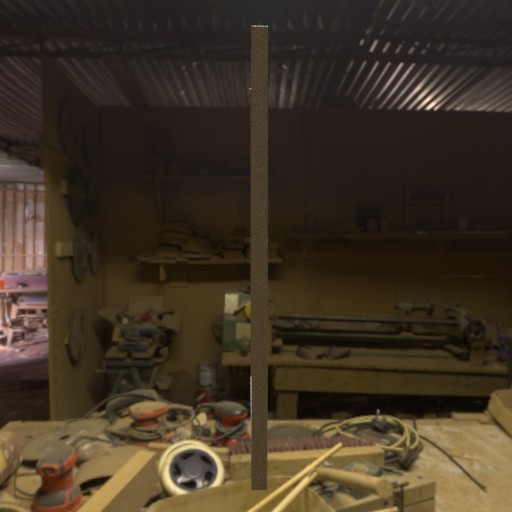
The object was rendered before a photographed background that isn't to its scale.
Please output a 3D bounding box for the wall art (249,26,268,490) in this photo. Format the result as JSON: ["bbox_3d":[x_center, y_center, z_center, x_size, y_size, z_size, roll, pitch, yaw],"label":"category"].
[{"bbox_3d":[0.000,0.000,1.409,0.042,1.056,0.805,0,2,-1],"label":"wall art"}]
